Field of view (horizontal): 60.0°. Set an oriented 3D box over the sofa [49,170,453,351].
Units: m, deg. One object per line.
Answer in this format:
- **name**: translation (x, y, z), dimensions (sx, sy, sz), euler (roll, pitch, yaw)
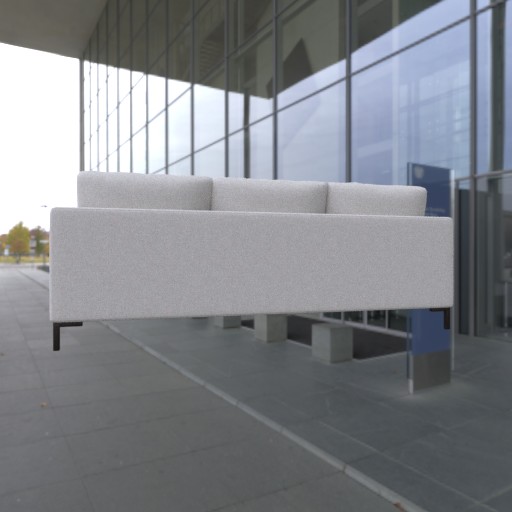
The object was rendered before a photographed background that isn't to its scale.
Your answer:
- **sofa**: translation (0.000, 0.000, 2.738), dimensions (2.218, 0.874, 0.859), euler (0, 0, -16)
